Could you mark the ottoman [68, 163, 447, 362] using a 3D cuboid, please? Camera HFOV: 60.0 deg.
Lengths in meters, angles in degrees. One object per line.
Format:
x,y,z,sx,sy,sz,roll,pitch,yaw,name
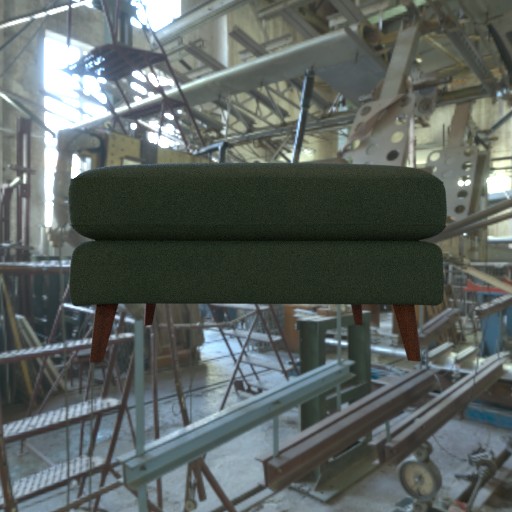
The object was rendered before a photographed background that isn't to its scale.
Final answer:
0.000,0.000,1.194,0.811,0.449,0.608,0,0,-1,ottoman
